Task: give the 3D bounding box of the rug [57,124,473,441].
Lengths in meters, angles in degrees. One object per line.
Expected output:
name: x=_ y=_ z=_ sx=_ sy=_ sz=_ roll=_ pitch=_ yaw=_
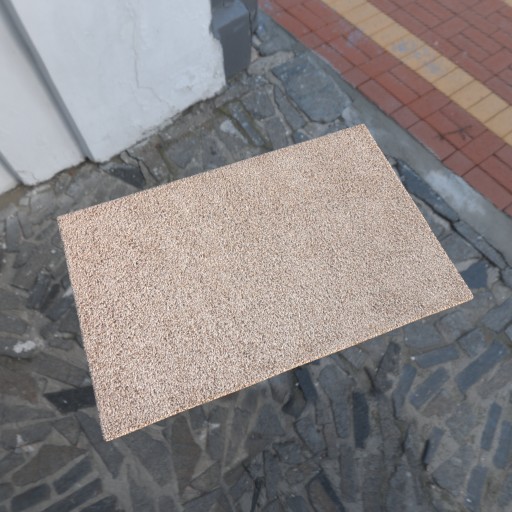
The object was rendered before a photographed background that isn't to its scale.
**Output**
rug: x=0.000 y=0.000 z=3.394 sx=2.743 sy=0.030 sz=1.778 roll=-19 pitch=66 yaw=-9
